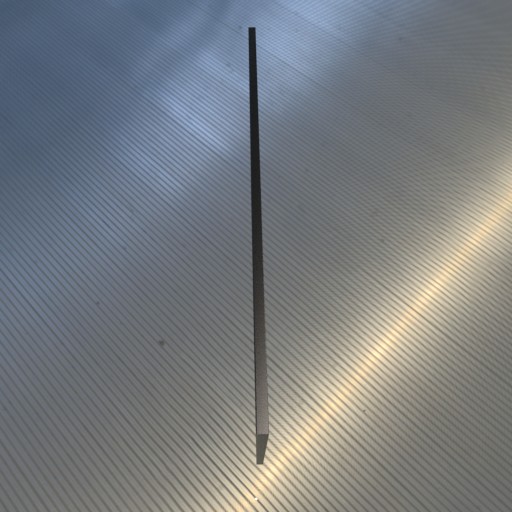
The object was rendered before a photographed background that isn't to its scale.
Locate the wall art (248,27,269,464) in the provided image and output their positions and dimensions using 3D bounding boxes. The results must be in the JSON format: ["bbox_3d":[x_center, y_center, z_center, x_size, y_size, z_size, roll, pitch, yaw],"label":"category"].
[{"bbox_3d":[0.000,0.000,0.806,0.013,0.447,0.660,-1,61,-1],"label":"wall art"}]
